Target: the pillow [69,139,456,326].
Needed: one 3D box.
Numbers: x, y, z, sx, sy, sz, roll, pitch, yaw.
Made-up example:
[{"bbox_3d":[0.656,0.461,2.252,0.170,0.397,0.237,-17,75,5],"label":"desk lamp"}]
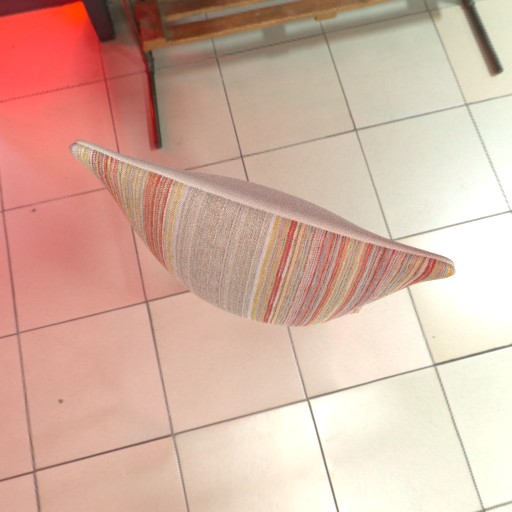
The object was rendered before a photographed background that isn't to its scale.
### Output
[{"bbox_3d":[0.000,0.000,0.698,0.451,0.449,0.191,18,77,4],"label":"pillow"}]
